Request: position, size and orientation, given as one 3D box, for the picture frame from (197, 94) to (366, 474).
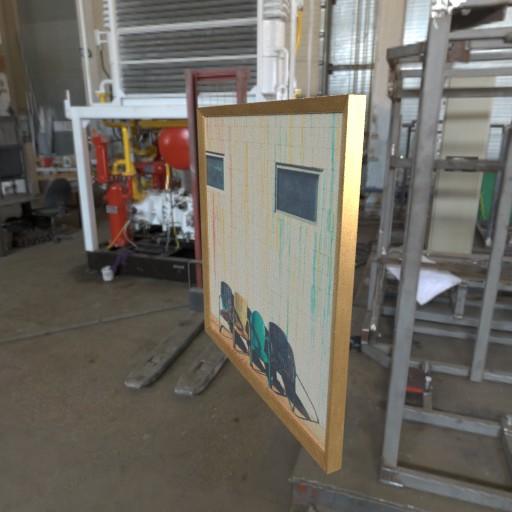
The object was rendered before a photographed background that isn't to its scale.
[{"bbox_3d":[0.000,0.000,1.165,0.037,0.761,0.758,-8,19,-25],"label":"picture frame"}]
